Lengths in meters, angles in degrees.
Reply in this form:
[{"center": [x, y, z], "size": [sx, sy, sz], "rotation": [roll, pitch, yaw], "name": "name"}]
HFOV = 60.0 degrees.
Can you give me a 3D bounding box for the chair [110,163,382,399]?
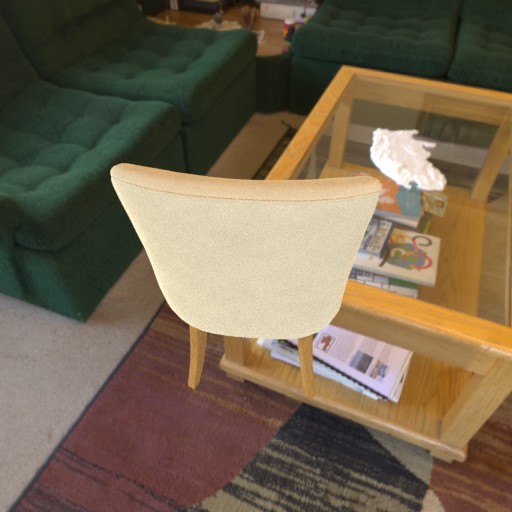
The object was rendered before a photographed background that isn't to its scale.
[{"center": [0.000, 0.000, 1.247], "size": [0.495, 0.902, 0.610], "rotation": [4, 46, 4], "name": "chair"}]
